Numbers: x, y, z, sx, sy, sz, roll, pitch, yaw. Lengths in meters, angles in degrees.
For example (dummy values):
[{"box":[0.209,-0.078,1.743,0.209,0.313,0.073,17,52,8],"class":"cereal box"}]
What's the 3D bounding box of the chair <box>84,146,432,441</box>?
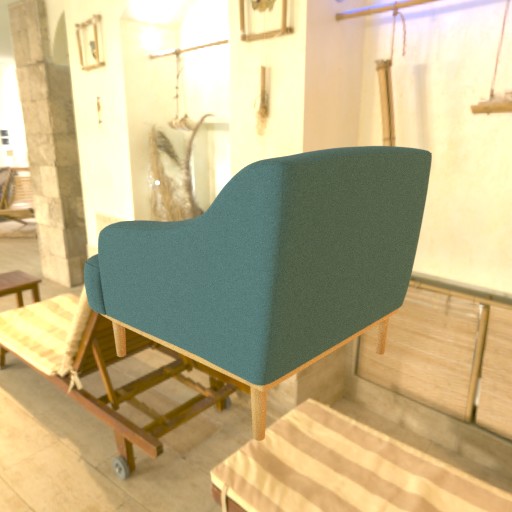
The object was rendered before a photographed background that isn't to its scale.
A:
[{"box":[0.000,0.000,1.665,0.951,0.818,0.946,15,21,42],"class":"chair"}]
